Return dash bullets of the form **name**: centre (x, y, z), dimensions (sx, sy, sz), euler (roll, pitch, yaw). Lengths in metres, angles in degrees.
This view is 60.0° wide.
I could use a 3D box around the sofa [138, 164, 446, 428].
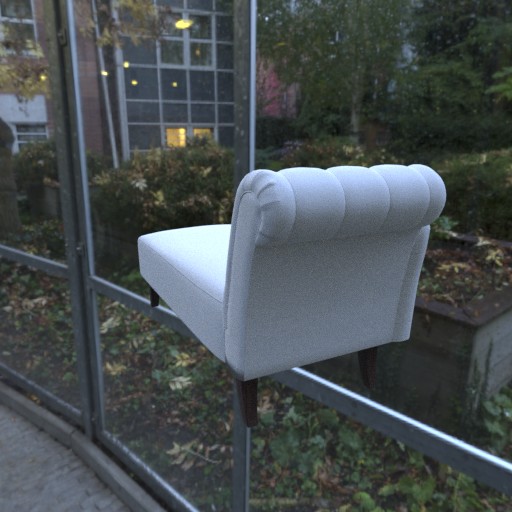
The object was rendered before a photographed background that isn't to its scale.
- **sofa**: centre (0.000, 0.000, 1.824), dimensions (0.675, 0.787, 1.379), euler (-7, 16, -26)
